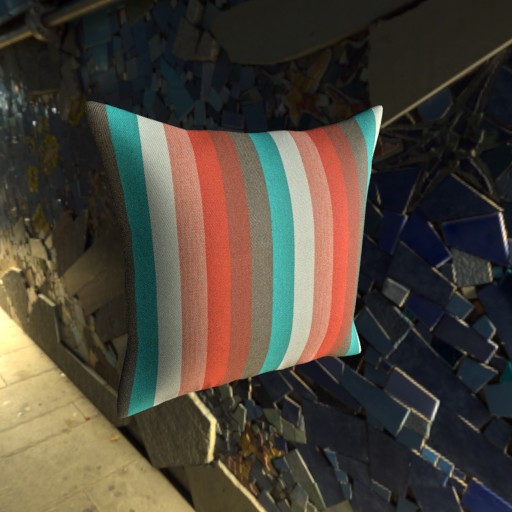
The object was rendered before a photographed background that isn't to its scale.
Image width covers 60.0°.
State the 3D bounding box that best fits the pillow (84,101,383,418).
[{"bbox_3d":[0.000,0.000,0.679,0.453,0.443,0.168,-9,19,-26],"label":"pillow"}]
